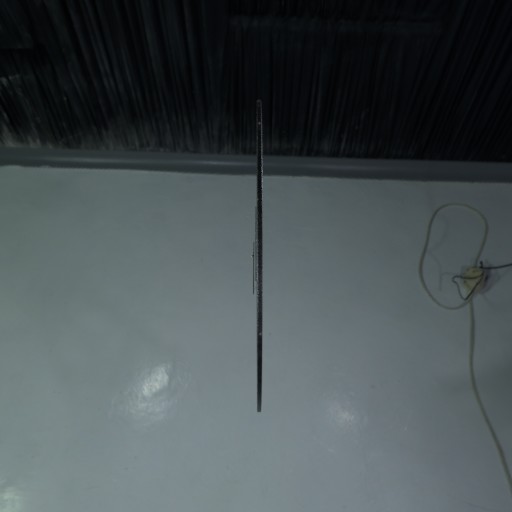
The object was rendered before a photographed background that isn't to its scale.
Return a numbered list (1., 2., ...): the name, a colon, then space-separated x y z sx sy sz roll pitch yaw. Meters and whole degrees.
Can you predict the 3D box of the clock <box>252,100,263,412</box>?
1. clock: 0.000 0.000 1.268 0.025 0.843 0.843 0 56 0
